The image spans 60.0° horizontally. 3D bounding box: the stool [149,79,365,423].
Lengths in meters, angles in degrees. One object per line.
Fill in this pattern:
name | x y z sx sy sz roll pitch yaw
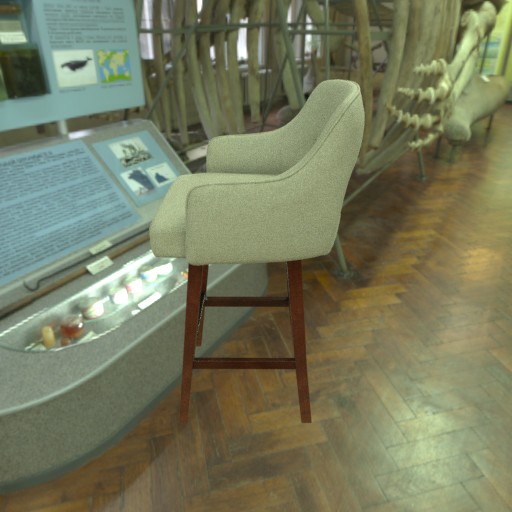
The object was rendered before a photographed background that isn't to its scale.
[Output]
stool | 0.000 0.000 1.423 0.560 1.041 0.550 0 28 0
